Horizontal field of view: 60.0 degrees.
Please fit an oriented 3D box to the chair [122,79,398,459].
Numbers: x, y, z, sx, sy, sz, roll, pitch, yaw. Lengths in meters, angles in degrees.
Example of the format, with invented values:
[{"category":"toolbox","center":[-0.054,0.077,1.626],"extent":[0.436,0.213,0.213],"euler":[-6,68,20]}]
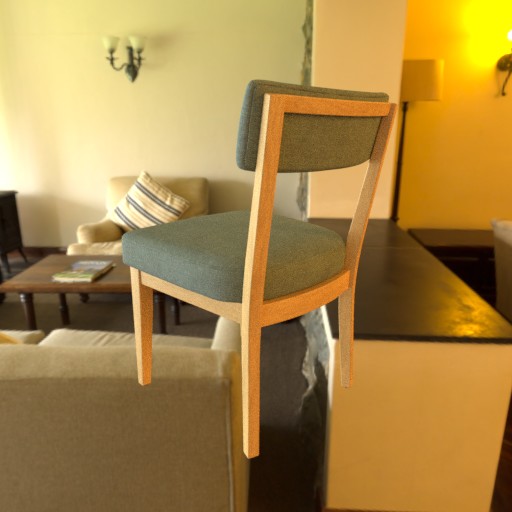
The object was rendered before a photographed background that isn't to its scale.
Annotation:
[{"category":"chair","center":[0.000,0.000,1.200],"extent":[0.572,0.832,0.508],"euler":[15,22,42]}]
